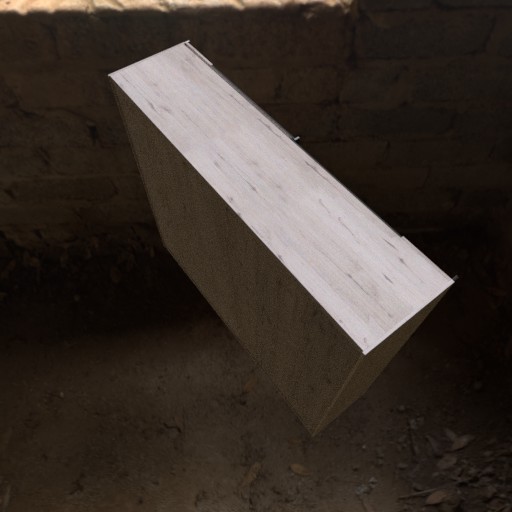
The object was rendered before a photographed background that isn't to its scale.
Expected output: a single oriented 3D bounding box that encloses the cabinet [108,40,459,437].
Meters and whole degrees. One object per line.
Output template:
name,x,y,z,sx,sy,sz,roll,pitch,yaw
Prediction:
cabinet,0.000,0.000,3.566,0.660,2.180,2.500,-33,64,-18
